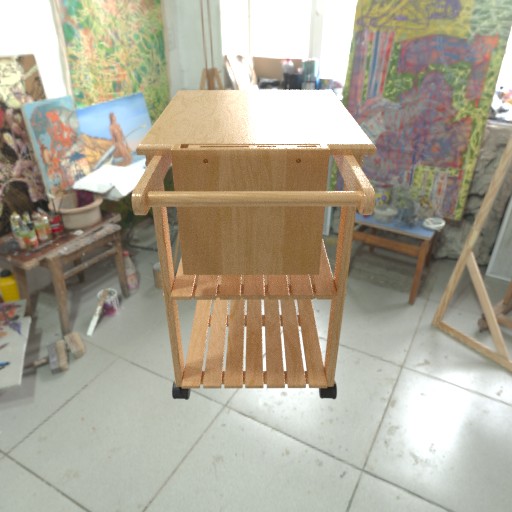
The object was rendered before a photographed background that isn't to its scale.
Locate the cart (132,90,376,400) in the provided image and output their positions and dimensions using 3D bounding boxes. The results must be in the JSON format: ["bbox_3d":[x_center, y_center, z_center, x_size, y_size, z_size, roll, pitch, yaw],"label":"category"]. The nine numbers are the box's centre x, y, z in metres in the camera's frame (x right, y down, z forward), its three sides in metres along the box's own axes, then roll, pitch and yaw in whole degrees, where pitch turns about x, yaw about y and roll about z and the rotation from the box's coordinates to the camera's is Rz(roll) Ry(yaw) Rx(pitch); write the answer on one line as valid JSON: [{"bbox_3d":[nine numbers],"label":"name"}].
[{"bbox_3d":[0.000,0.000,1.337,0.520,0.816,0.843,0,31,0],"label":"cart"}]
